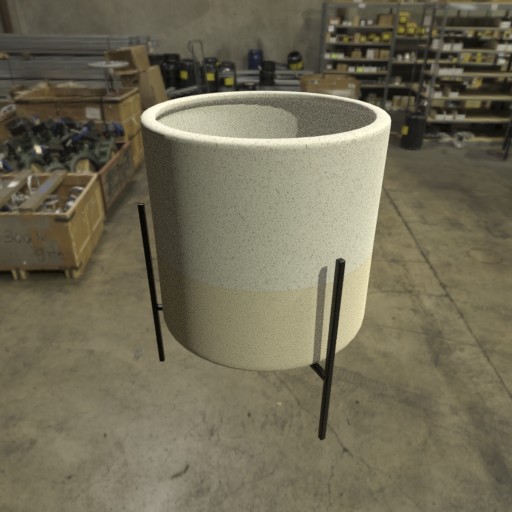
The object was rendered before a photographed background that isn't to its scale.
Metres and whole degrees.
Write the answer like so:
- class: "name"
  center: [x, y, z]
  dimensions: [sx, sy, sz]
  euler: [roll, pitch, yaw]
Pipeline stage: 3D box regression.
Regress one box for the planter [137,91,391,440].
- class: "planter"
  center: [0.000, 0.000, 0.663]
  dimensions: [0.335, 0.423, 0.313]
  euler: [1, 29, 1]
